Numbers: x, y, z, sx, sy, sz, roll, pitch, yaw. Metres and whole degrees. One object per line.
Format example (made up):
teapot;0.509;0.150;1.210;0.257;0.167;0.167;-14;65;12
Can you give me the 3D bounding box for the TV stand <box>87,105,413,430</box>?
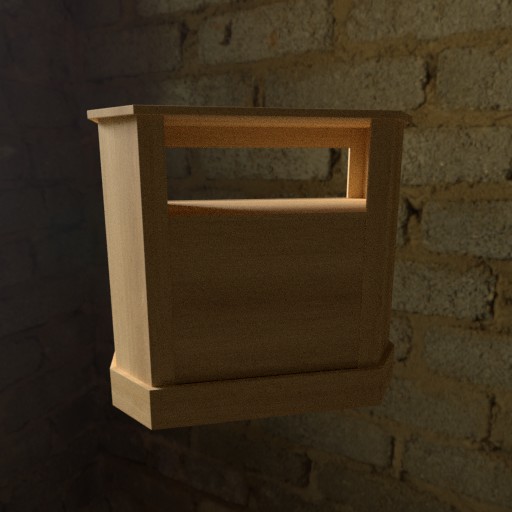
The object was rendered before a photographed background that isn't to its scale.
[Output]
TV stand;0.000;0.000;1.292;0.851;0.781;0.425;-2;13;-10
